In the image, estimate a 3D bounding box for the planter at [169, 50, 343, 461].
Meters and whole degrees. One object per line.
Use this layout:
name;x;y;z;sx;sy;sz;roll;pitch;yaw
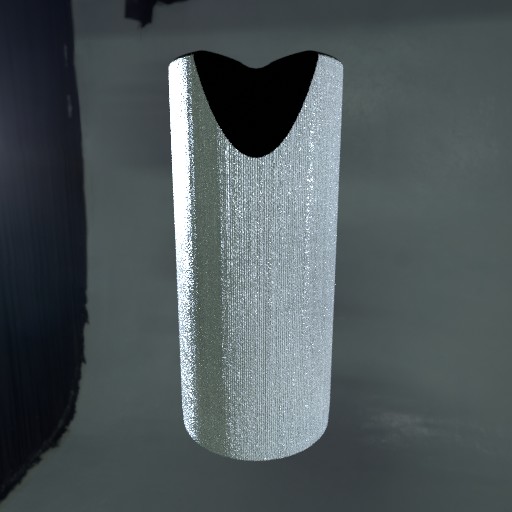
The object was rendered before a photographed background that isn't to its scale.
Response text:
planter;0.000;0.000;0.128;0.045;0.103;0.045;2;13;8
